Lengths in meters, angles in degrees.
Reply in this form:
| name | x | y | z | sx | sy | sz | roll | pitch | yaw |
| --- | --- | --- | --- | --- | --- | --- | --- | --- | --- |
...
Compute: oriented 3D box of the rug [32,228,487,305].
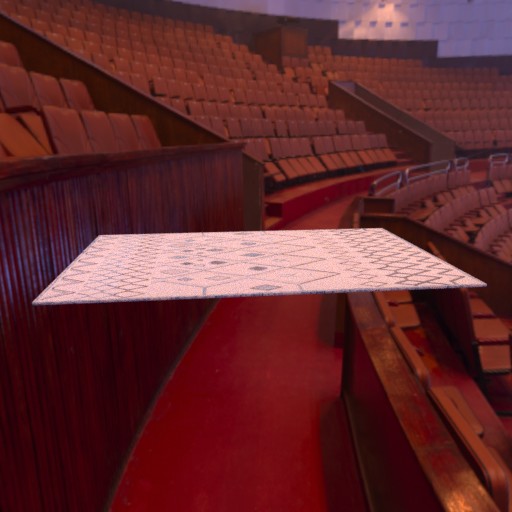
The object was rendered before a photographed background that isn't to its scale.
| name | x | y | z | sx | sy | sz | roll | pitch | yaw |
| --- | --- | --- | --- | --- | --- | --- | --- | --- | --- |
| rug | 0.000 | 0.000 | 3.078 | 2.439 | 0.015 | 1.524 | -2 | 16 | -6 |
